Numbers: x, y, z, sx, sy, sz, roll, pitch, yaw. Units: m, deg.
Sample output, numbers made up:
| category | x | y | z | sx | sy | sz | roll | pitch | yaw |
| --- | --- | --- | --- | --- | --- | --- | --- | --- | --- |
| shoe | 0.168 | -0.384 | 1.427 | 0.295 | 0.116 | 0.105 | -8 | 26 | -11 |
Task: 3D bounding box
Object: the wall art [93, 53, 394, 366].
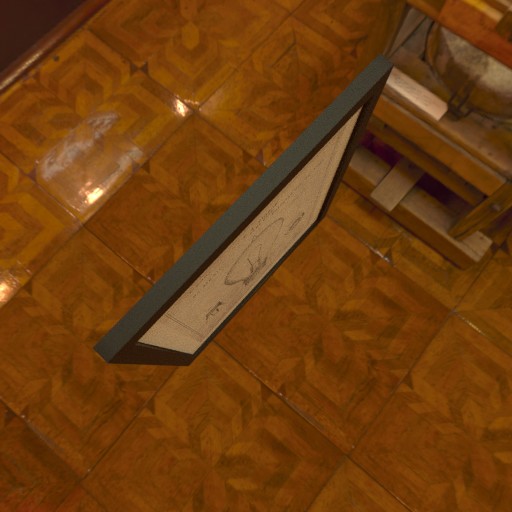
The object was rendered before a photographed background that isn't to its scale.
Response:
| category | x | y | z | sx | sy | sz | roll | pitch | yaw |
| --- | --- | --- | --- | --- | --- | --- | --- | --- | --- |
| wall art | 0.000 | 0.000 | 0.694 | 0.021 | 0.509 | 0.430 | 41 | 79 | 10 |
